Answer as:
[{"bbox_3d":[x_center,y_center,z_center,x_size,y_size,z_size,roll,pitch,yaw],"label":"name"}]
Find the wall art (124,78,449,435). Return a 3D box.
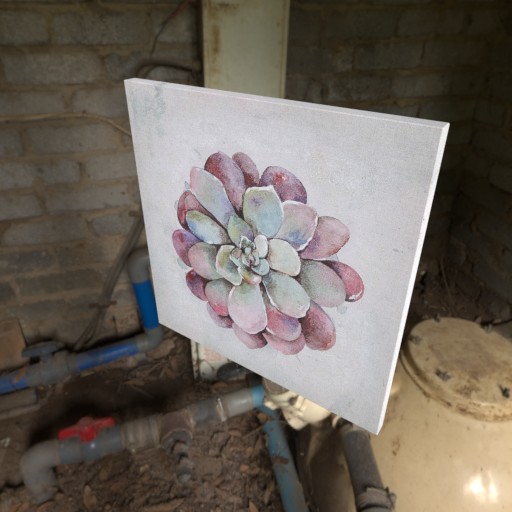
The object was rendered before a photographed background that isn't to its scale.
[{"bbox_3d":[0.000,0.000,1.107,0.762,0.762,0.041,20,36,29],"label":"wall art"}]
